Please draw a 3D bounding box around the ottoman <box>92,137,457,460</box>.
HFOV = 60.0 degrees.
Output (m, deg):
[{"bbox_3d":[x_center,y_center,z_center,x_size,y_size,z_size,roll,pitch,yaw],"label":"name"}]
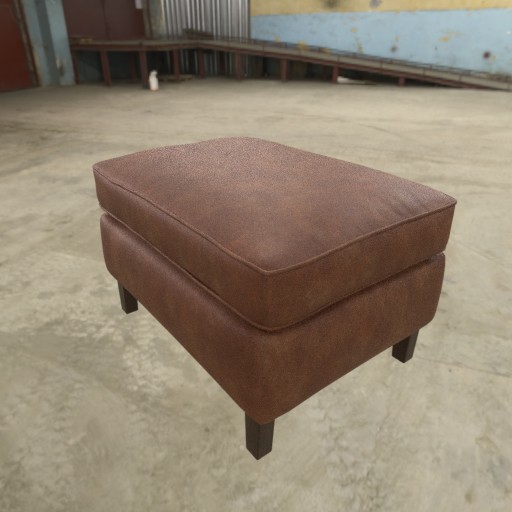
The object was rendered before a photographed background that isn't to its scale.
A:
[{"bbox_3d":[0.000,0.000,0.983,0.501,0.418,0.665,-19,32,-33],"label":"ottoman"}]
